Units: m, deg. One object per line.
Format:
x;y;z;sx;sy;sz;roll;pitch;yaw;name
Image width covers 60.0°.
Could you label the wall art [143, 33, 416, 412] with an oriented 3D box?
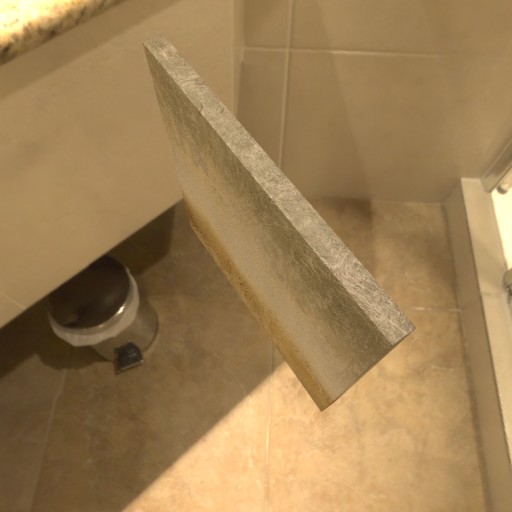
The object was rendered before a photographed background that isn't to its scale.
0.000;0.000;0.894;0.038;0.610;0.610;-31;68;-14;wall art
